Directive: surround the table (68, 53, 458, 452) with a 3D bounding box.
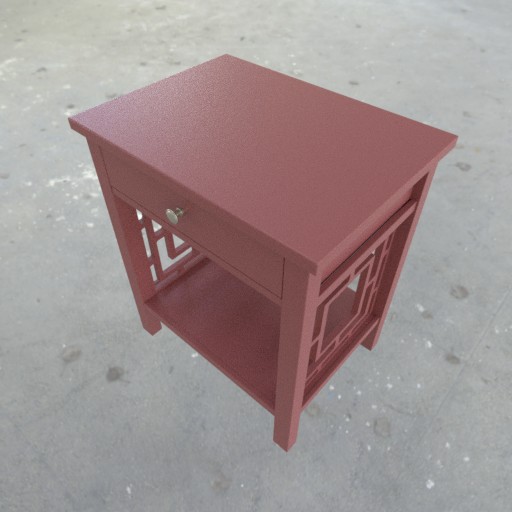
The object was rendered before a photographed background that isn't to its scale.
[{"bbox_3d":[0.000,0.000,1.079,0.599,0.686,0.451,32,53,28],"label":"table"}]
